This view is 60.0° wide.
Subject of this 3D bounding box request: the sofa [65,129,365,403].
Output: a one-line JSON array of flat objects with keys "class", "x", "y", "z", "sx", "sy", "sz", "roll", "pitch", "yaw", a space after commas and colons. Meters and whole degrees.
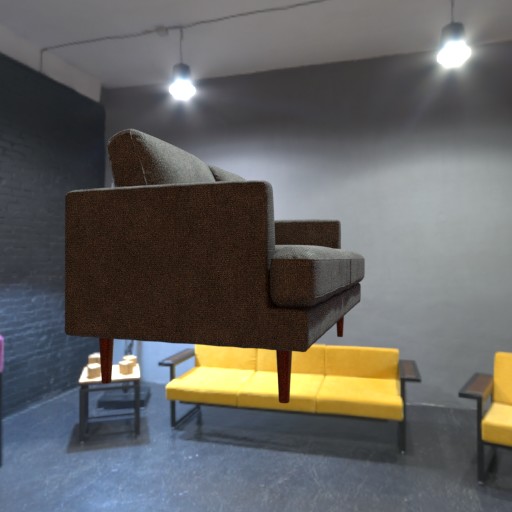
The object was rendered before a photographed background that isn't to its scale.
[{"class": "sofa", "x": 0.000, "y": 0.000, "z": 2.140, "sx": 0.903, "sy": 0.956, "sz": 1.582, "roll": 0, "pitch": 0, "yaw": 19}]
